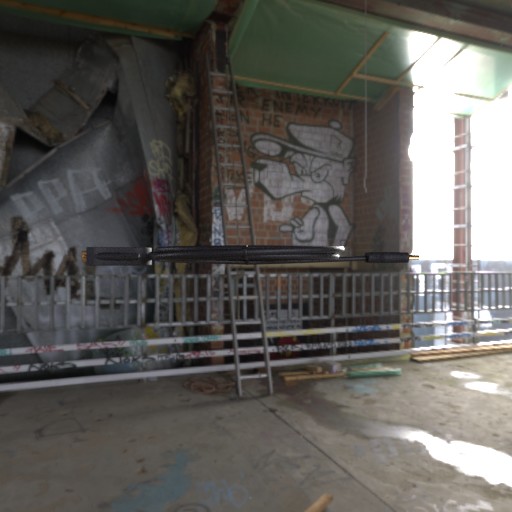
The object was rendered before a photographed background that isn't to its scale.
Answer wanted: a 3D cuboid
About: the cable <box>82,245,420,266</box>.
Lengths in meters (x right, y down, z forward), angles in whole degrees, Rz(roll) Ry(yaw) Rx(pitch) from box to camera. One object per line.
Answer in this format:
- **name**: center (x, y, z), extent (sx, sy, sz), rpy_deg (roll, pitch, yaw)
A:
- **cable**: center (0.000, 0.000, 0.327), extent (0.281, 0.015, 0.136), rpy_deg (0, -1, -1)
